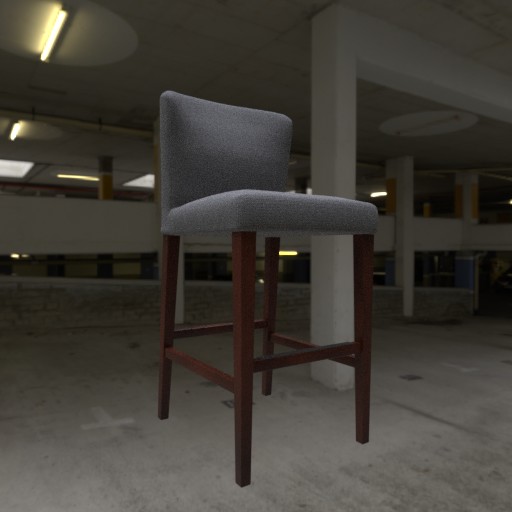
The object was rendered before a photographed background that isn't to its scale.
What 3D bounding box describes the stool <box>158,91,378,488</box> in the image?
[{"bbox_3d":[0.000,0.000,1.353,0.486,1.069,0.568,-1,2,-34],"label":"stool"}]
